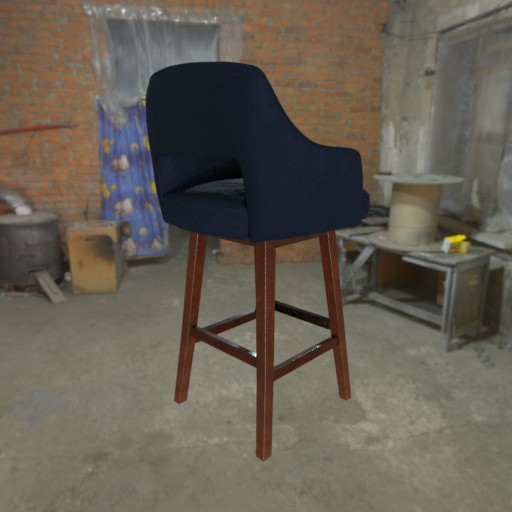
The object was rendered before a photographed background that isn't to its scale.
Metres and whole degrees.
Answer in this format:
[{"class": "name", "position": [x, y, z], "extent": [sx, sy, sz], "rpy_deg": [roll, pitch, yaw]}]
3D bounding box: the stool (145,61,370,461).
[{"class": "stool", "position": [0.000, 0.000, 1.369], "extent": [0.550, 1.041, 0.560], "rpy_deg": [14, 20, 43]}]
